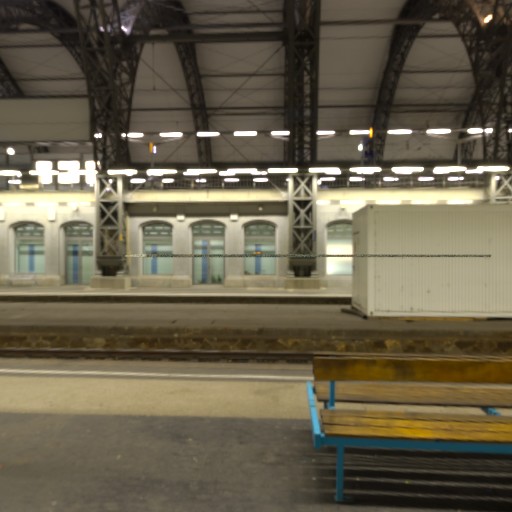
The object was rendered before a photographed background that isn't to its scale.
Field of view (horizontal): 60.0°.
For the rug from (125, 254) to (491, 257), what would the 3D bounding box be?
[{"bbox_3d":[0.000,0.000,2.320,1.260,0.009,1.820,0,0,-18],"label":"rug"}]
